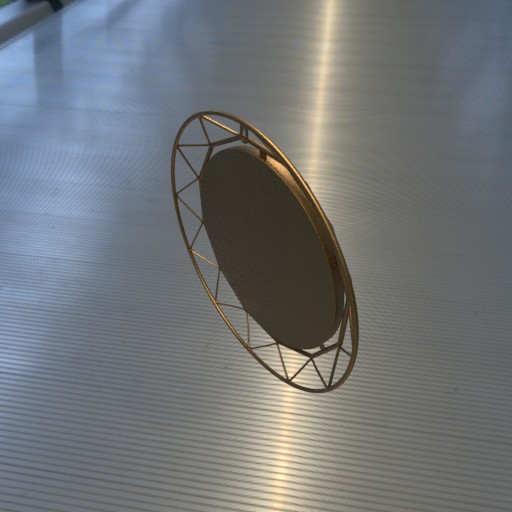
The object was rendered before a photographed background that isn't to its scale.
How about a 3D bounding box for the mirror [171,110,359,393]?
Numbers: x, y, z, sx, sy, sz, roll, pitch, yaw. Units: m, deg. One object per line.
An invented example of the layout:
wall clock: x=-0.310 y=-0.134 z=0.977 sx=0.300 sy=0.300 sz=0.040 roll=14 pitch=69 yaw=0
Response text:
mirror: x=0.000 y=0.000 z=0.689 sx=0.043 sy=0.454 sz=0.454 roll=-27 pitch=48 yaw=-27
